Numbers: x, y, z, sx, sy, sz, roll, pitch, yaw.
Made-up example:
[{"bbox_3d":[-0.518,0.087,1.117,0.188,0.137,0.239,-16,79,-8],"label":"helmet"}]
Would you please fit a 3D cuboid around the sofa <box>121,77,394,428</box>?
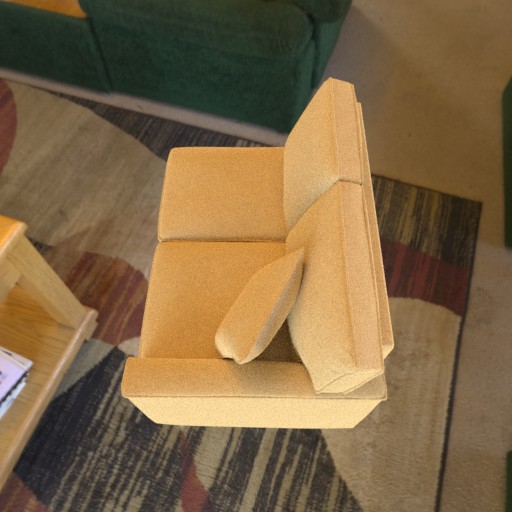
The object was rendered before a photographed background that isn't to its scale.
[{"bbox_3d":[0.000,0.000,2.082,0.991,0.989,1.388,1,60,1],"label":"sofa"}]
